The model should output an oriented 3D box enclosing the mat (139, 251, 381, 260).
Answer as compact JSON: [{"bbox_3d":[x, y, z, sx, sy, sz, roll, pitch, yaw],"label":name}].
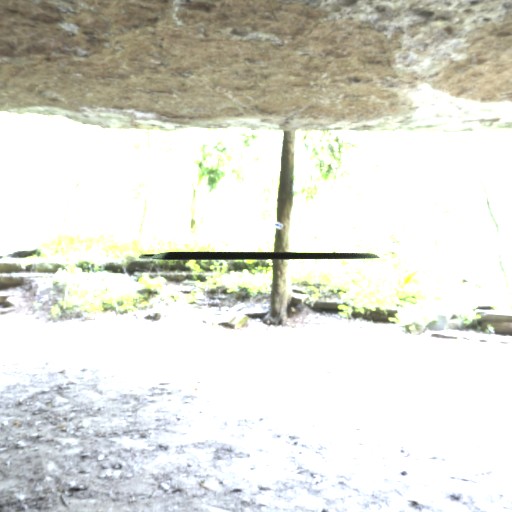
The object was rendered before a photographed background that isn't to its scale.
[{"bbox_3d":[0.000,0.000,1.877,0.917,0.022,1.525,0,0,-17],"label":"mat"}]
